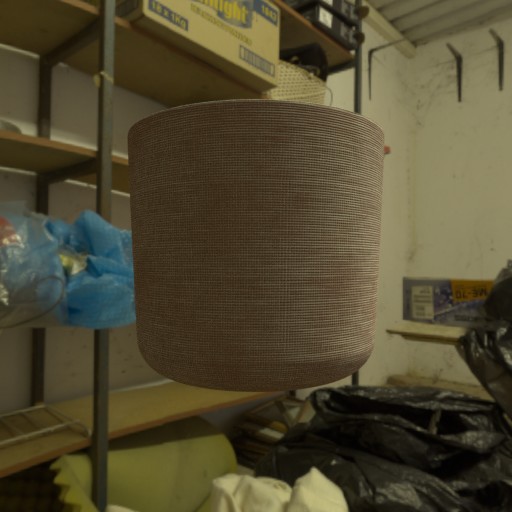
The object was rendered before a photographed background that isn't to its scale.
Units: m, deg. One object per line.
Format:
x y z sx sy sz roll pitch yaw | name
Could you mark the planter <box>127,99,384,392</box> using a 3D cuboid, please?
0.000 0.000 0.787 0.440 0.398 0.440 0 -1 0 | planter
